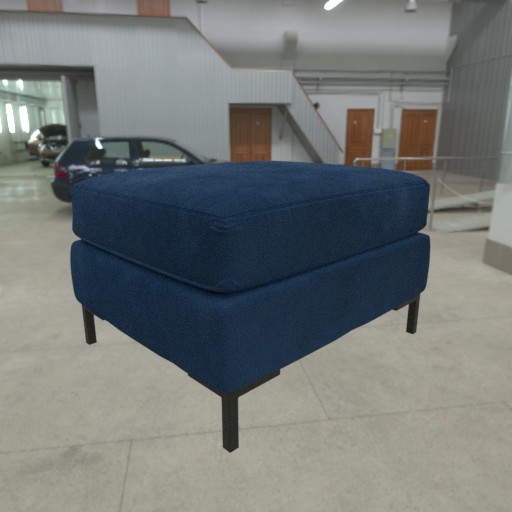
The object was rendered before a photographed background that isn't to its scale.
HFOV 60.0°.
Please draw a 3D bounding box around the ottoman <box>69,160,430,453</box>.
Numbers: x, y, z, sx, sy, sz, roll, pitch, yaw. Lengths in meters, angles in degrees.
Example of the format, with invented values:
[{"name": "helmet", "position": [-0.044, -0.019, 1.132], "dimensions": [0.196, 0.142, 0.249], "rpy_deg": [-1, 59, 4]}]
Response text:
[{"name": "ottoman", "position": [0.000, 0.000, 1.215], "dimensions": [0.794, 0.485, 0.655], "rpy_deg": [-15, 22, -42]}]
